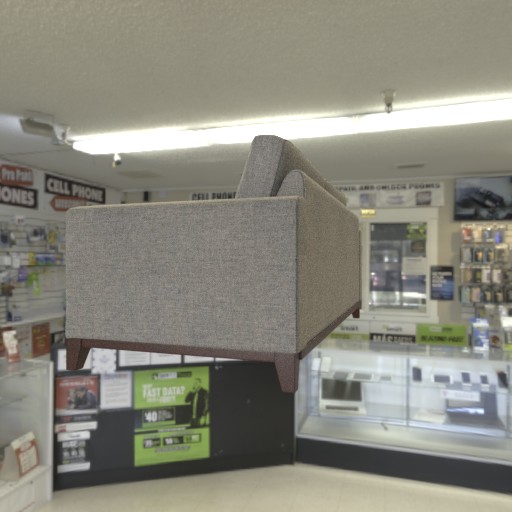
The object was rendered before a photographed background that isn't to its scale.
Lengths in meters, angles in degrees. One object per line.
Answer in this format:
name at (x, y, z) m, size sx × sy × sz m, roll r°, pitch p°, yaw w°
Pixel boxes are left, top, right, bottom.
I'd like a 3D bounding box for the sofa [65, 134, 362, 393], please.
sofa at (0.000, 0.000, 2.487) m, size 0.969 × 0.892 × 1.978 m, roll 0°, pitch 0°, yaw 19°
